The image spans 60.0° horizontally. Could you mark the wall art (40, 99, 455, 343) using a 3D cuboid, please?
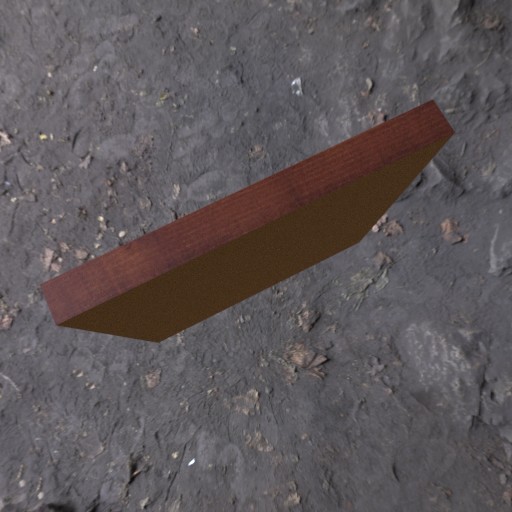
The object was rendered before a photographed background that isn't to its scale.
[{"bbox_3d":[0.000,0.000,0.574,0.386,0.385,0.038,-26,78,-6],"label":"wall art"}]
